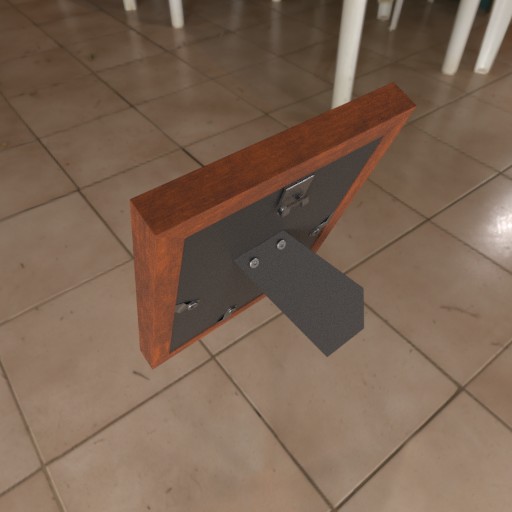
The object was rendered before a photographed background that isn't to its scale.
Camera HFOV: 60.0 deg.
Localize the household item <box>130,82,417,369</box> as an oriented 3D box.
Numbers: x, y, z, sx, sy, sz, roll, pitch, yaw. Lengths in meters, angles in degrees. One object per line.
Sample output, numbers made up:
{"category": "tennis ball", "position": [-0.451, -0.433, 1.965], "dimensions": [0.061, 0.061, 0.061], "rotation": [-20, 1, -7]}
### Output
{"category": "household item", "position": [0.000, 0.000, 0.292], "dimensions": [0.160, 0.204, 0.096], "rotation": [-30, 54, -26]}
